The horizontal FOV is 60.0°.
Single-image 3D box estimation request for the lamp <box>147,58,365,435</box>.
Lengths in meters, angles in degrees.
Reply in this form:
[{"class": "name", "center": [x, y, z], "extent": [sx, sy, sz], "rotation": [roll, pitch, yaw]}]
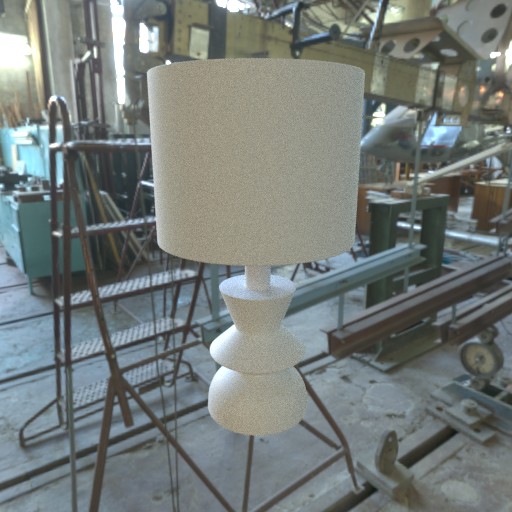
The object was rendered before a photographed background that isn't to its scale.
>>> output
[{"class": "lamp", "center": [0.000, 0.000, 0.700], "extent": [0.301, 0.533, 0.301], "rotation": [2, 16, 8]}]
